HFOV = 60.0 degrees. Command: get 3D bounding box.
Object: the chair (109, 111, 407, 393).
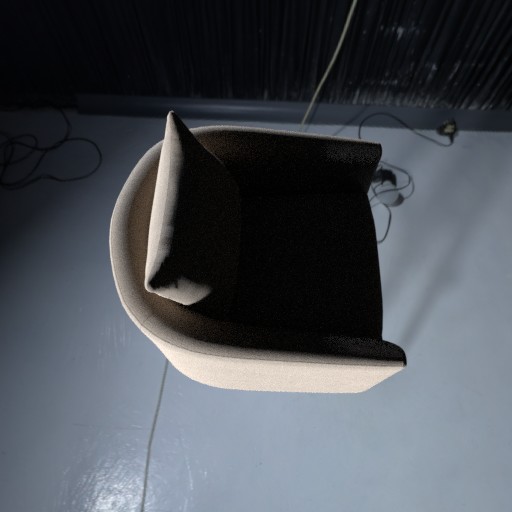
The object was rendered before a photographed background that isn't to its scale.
[{"bbox_3d":[0.000,0.000,1.595,0.910,0.848,0.845,2,65,1],"label":"chair"}]
